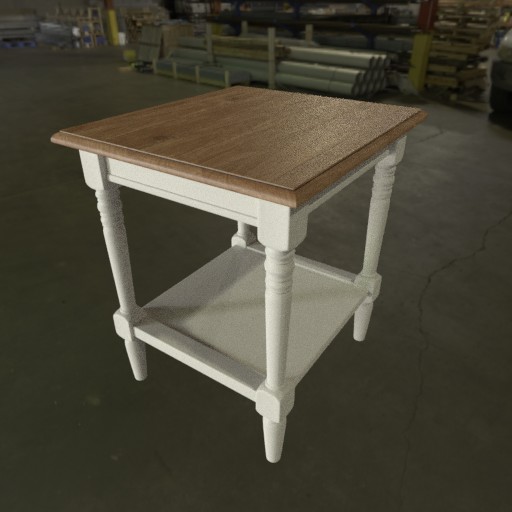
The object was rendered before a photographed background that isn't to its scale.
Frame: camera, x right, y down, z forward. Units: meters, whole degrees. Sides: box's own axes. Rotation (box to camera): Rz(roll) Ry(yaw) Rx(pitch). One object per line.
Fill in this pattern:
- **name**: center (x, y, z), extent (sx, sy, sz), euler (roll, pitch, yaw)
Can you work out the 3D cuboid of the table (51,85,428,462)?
- **table**: center (0.000, 0.000, 0.922), extent (0.457, 0.561, 0.508), euler (19, 36, 29)
